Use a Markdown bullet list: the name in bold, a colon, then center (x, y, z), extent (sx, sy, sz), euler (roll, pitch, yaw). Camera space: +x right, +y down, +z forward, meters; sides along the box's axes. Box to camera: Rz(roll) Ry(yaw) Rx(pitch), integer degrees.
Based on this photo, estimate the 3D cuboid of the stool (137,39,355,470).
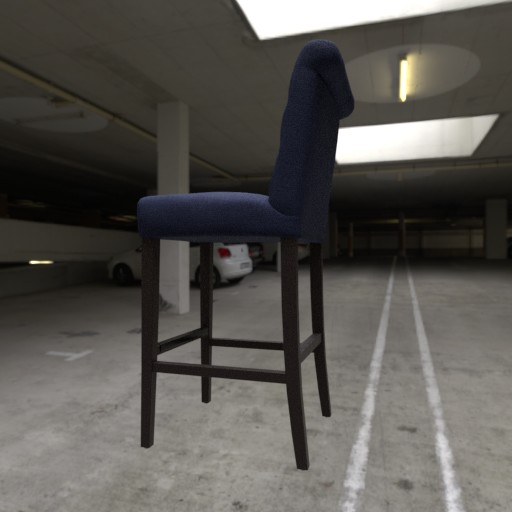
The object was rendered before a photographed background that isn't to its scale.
- **stool**: center (0.000, 0.000, 1.442), extent (0.601, 1.140, 0.493), euler (0, 0, 18)
